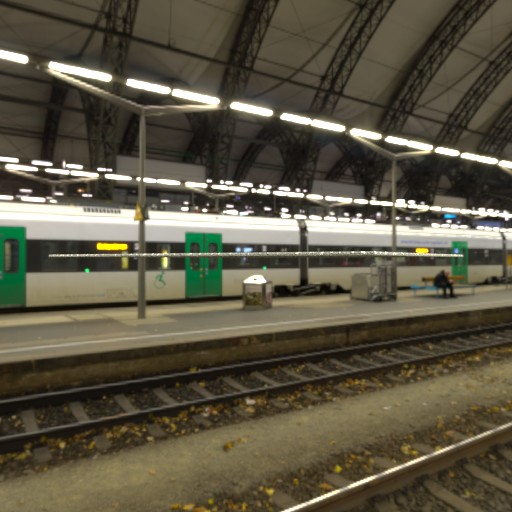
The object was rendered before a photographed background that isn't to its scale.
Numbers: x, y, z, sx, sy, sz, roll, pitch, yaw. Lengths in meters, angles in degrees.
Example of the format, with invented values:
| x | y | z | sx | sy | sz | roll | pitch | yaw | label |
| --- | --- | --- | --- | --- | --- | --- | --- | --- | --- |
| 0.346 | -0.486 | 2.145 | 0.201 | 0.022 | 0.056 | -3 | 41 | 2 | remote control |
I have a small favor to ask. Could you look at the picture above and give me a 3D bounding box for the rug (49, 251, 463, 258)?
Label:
| x | y | z | sx | sy | sz | roll | pitch | yaw | label |
| --- | --- | --- | --- | --- | --- | --- | --- | --- | --- |
| 0.000 | 0.000 | 2.820 | 2.144 | 0.015 | 1.543 | 0 | 0 | 36 | rug |
